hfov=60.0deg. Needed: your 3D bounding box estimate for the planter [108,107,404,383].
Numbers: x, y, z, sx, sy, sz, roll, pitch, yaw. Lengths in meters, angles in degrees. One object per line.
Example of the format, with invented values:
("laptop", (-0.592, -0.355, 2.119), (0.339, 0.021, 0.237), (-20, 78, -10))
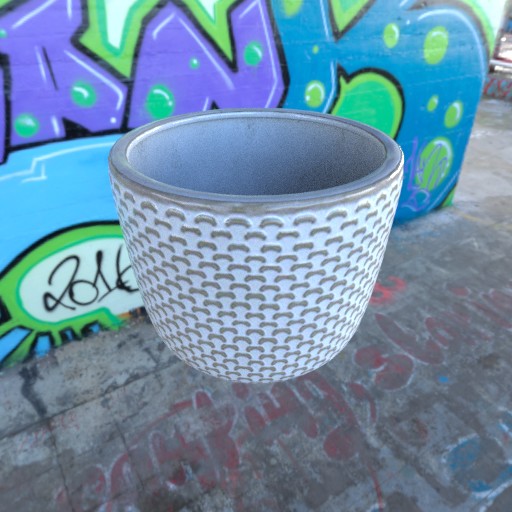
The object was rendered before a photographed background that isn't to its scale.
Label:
("planter", (0.000, 0.000, 0.306), (0.173, 0.160, 0.173), (0, 32, 0))
